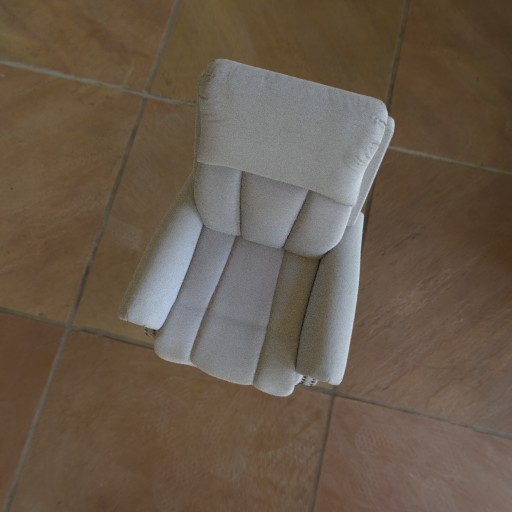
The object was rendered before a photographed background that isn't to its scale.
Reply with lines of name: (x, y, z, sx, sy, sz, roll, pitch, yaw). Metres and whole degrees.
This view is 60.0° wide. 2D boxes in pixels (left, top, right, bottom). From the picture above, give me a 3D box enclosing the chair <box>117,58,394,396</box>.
chair: (0.000, 0.000, 1.736, 0.871, 1.031, 0.979, 16, 76, 4)
